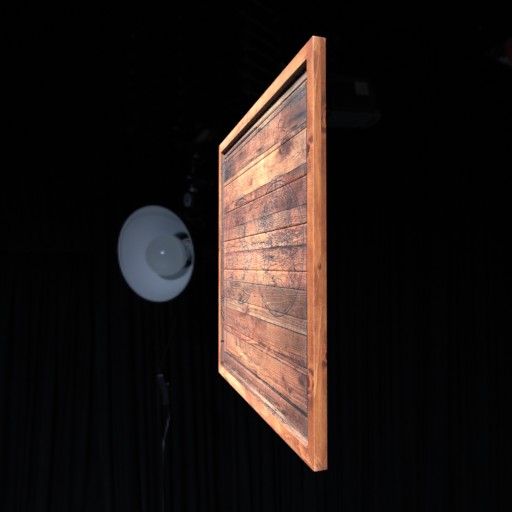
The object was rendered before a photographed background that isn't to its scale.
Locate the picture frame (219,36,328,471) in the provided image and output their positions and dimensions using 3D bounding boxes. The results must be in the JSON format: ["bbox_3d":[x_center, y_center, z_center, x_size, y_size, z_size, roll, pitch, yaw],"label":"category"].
[{"bbox_3d":[0.000,0.000,1.219,0.029,0.817,0.810,0,-1,-17],"label":"picture frame"}]
